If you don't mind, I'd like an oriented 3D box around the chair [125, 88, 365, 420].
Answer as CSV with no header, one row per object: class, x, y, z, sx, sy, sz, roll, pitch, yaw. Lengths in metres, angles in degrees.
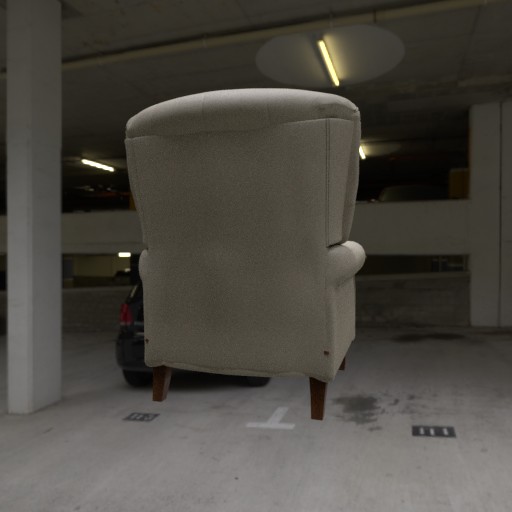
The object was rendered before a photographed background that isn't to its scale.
chair,0.000,0.000,1.955,0.943,1.158,1.059,0,1,18
